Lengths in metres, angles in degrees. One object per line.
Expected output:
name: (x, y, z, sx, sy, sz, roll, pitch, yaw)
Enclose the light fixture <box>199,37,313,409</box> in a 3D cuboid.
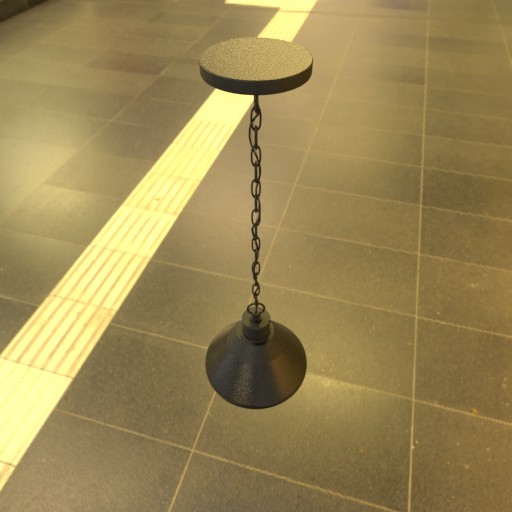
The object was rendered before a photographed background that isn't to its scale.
light fixture: (0.000, 0.000, 0.673, 0.201, 0.588, 0.201, -2, 45, -2)
